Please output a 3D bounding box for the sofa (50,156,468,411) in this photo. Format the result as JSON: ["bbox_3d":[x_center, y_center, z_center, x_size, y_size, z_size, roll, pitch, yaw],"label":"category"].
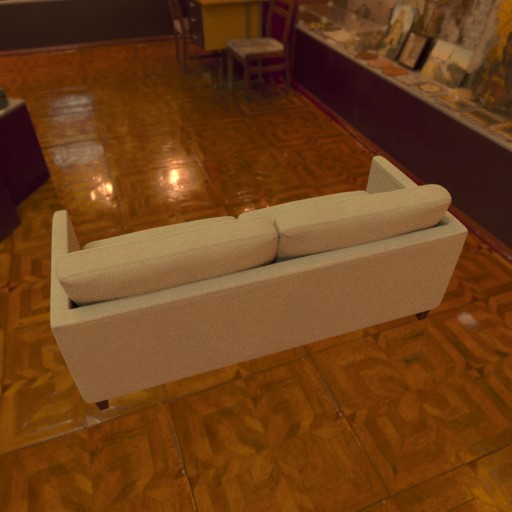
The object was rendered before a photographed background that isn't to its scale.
[{"bbox_3d":[0.000,0.000,2.645,2.181,0.932,0.948,-12,42,-14],"label":"sofa"}]
